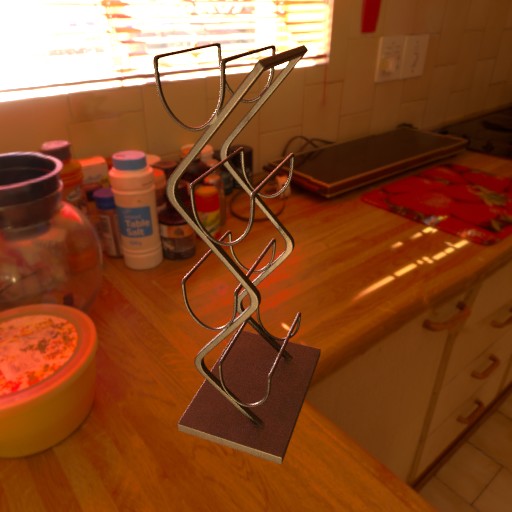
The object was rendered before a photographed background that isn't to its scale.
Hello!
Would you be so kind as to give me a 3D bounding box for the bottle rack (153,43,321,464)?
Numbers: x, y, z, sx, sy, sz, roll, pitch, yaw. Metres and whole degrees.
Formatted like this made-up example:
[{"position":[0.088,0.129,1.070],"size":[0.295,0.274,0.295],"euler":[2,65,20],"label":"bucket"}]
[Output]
[{"position":[0.000,0.000,0.660],"size":[0.178,0.559,0.254],"euler":[11,32,18],"label":"bottle rack"}]
